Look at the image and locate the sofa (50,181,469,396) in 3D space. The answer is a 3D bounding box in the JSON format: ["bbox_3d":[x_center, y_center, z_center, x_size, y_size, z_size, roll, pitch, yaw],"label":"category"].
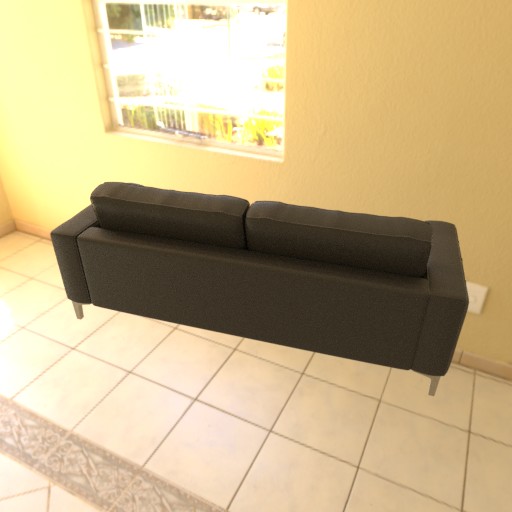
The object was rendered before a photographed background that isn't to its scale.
[{"bbox_3d":[0.000,0.000,2.685,2.275,0.893,0.833,9,32,14],"label":"sofa"}]
